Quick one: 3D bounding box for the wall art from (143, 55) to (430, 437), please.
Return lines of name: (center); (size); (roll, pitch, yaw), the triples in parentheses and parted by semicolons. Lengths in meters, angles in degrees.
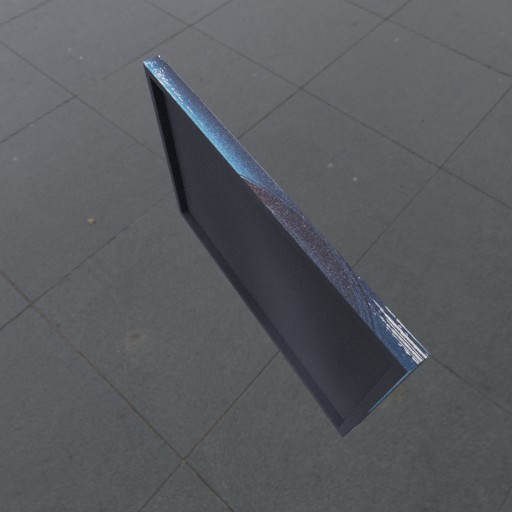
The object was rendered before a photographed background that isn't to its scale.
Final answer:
wall art: (0.000, 0.000, 0.764); (0.033, 0.406, 0.609); (-30, 63, -17)
